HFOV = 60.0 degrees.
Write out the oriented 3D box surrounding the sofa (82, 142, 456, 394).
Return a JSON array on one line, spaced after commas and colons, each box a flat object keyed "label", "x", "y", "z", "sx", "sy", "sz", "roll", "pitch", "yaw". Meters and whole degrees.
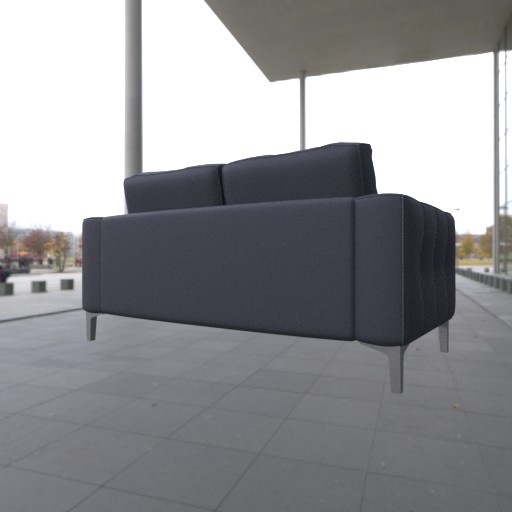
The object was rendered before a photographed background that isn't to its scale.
[{"label": "sofa", "x": 0.000, "y": 0.000, "z": 2.206, "sx": 1.726, "sy": 0.893, "sz": 0.833, "roll": 0, "pitch": 0, "yaw": 34}]
